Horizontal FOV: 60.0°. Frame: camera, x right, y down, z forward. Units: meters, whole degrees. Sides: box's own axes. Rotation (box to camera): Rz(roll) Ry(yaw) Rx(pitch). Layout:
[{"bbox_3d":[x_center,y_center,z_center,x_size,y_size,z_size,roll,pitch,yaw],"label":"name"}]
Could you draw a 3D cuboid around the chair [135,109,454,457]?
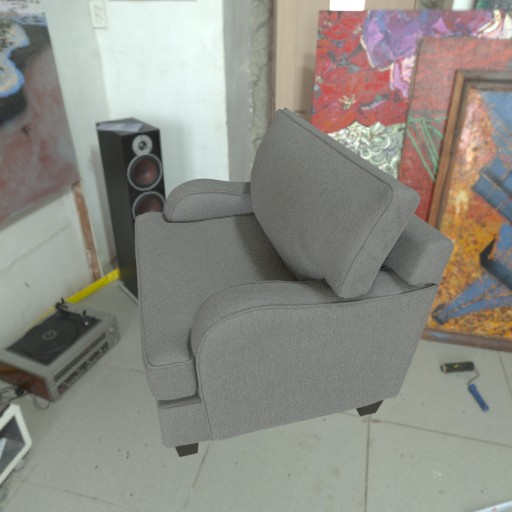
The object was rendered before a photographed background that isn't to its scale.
[{"bbox_3d":[0.000,0.000,1.968,1.041,1.016,1.220,-7,31,-13],"label":"chair"}]
